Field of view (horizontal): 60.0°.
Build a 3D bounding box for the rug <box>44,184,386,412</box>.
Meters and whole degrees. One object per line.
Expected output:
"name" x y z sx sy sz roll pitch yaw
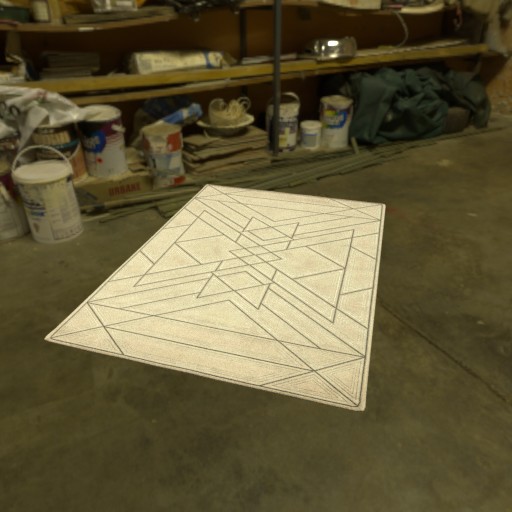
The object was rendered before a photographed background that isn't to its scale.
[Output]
"rug" 0.000 0.000 4.510 2.436 0.026 3.381 9 32 14
